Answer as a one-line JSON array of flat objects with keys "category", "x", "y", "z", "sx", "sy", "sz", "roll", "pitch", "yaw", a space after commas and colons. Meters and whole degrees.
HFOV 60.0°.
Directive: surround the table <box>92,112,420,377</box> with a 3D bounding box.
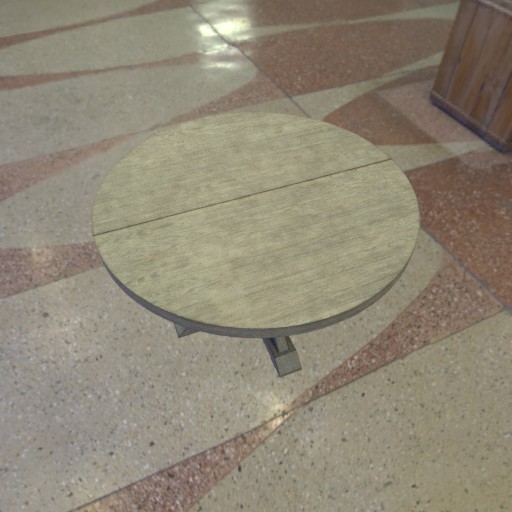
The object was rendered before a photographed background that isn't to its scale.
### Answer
[{"category": "table", "x": 0.000, "y": 0.000, "z": 2.176, "sx": 1.363, "sy": 0.781, "sz": 1.363, "roll": 0, "pitch": 47, "yaw": 0}]
